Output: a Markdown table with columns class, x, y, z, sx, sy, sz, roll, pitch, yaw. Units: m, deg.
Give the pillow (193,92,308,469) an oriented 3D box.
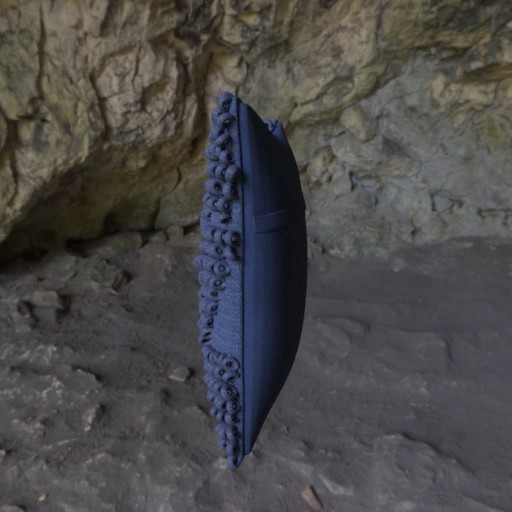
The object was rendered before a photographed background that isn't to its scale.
| class | x | y | z | sx | sy | sz | roll | pitch | yaw |
| --- | --- | --- | --- | --- | --- | --- | --- | --- | --- |
| pillow | 0.000 | 0.000 | 0.739 | 0.172 | 0.466 | 0.469 | 2 | 13 | 8 |
